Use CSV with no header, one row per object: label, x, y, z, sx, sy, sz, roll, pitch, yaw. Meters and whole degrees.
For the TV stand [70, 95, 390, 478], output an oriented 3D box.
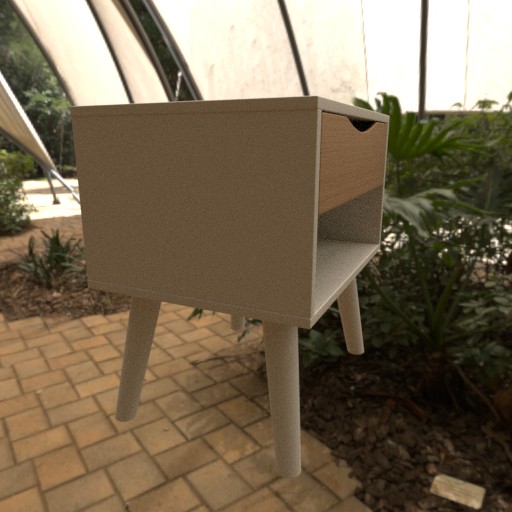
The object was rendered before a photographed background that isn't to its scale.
TV stand,0.000,0.000,0.902,0.405,0.559,0.508,7,16,25
